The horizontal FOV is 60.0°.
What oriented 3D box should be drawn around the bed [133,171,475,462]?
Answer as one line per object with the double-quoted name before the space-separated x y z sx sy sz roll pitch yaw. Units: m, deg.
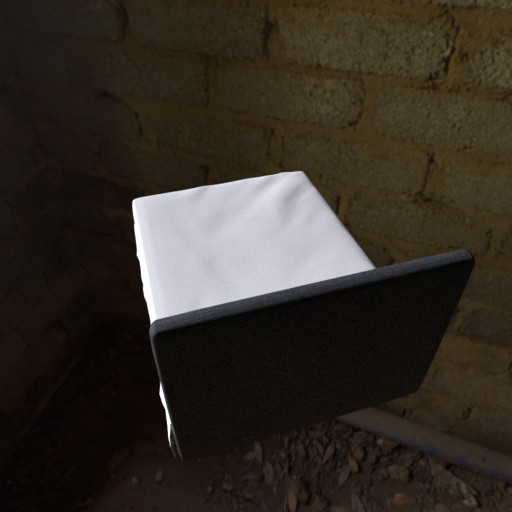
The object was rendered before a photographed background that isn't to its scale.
"bed" 0.000 0.000 3.228 1.723 1.330 2.142 -12 43 -13
